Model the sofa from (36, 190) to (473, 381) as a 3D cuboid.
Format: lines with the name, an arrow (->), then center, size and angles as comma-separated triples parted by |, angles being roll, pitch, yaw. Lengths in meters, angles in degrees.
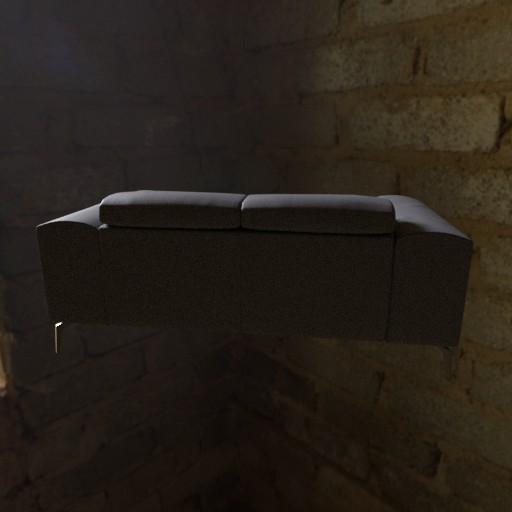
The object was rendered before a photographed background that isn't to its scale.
sofa -> 0.000, 0.000, 2.390 | 1.895, 0.779, 1.003 | 2, 17, 8
